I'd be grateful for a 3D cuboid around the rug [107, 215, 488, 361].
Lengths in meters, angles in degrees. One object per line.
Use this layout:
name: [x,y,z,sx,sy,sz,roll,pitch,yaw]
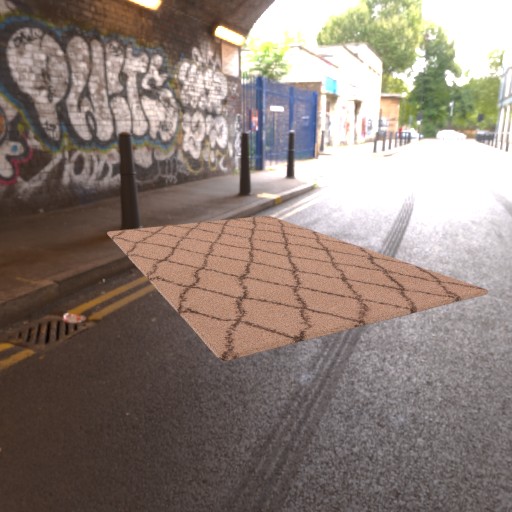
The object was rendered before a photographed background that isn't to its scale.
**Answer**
rug: [0.000,0.000,3.466,1.778,0.030,2.743,-8,18,-27]
